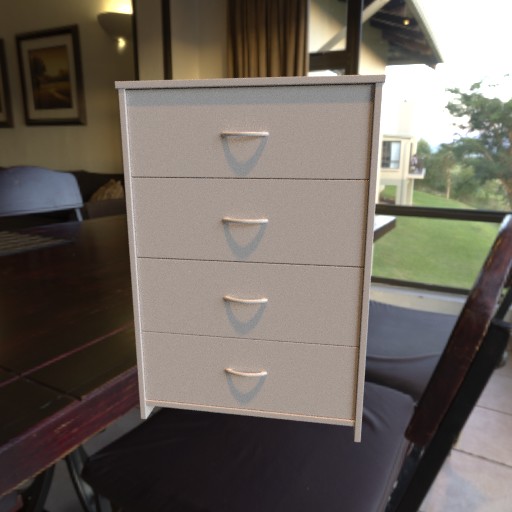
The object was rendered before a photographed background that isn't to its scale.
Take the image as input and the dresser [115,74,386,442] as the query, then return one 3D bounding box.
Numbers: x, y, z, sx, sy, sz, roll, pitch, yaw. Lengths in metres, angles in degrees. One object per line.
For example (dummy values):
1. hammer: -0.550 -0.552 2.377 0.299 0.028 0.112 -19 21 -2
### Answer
1. dresser: 0.000 0.000 1.427 0.704 1.021 0.401 2 14 10
